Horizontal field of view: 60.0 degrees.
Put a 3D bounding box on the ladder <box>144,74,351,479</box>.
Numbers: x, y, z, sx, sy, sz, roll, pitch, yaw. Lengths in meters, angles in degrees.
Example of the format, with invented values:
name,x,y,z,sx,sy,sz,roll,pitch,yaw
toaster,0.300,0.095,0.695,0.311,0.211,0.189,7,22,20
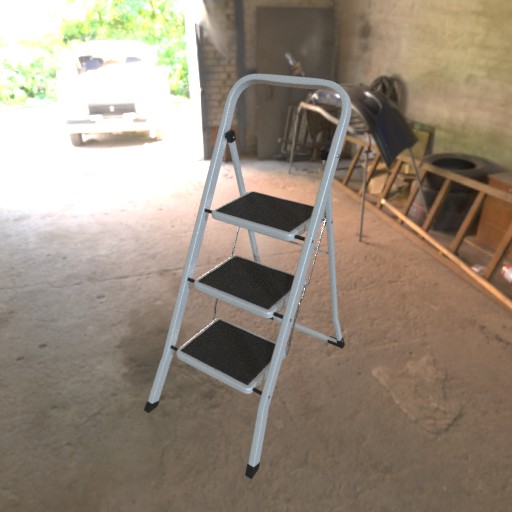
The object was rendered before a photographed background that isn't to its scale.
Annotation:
name,x,y,z,sx,sy,sz,roll,pitch,yaw
ladder,0.000,0.000,1.432,0.460,1.050,0.711,18,34,30
